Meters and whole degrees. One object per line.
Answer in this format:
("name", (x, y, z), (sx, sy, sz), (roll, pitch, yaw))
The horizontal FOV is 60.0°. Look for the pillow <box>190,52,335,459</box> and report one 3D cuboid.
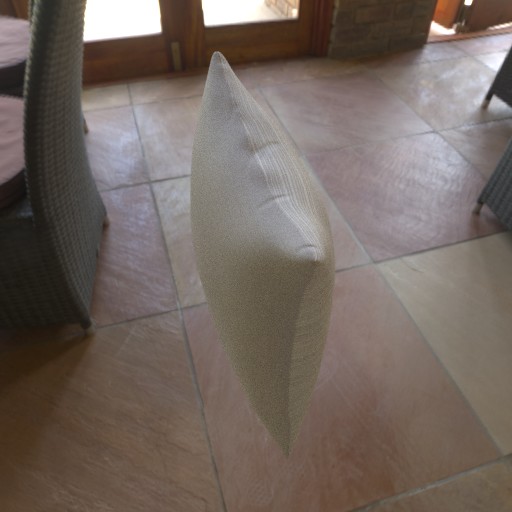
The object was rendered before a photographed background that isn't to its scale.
("pillow", (0.000, 0.000, 0.757), (0.204, 0.497, 0.512), (-10, 47, -9))
